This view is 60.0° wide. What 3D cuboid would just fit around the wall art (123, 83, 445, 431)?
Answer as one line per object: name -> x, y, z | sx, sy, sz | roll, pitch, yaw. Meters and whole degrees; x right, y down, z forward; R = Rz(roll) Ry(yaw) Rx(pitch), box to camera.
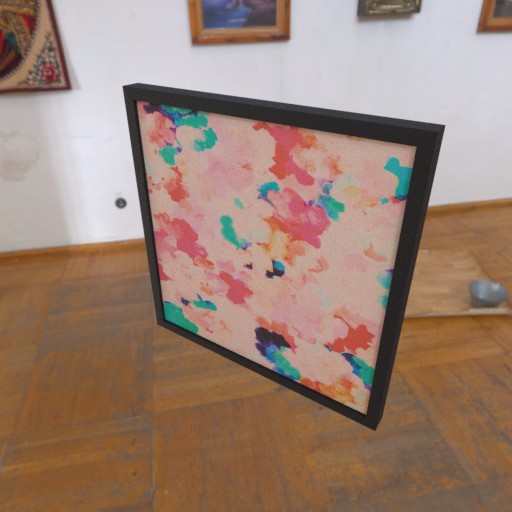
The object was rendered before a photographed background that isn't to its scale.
wall art -> 0.000, 0.000, 0.752 | 0.506, 0.503, 0.036 | 19, 36, 28
